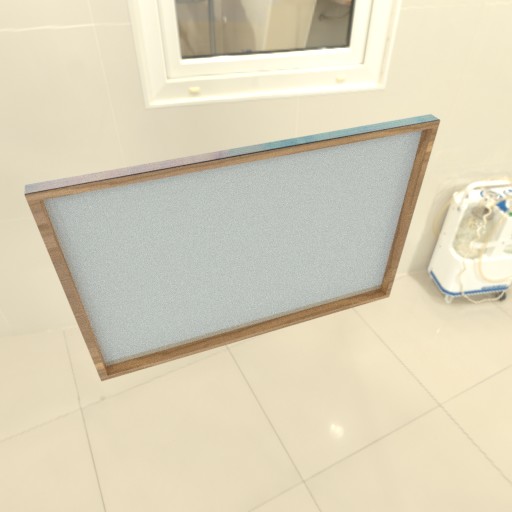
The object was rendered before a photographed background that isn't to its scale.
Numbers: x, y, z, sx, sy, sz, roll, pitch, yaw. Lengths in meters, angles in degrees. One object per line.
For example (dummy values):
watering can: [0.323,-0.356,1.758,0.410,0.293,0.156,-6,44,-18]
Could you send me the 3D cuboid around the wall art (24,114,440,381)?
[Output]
wall art: [0.000,0.000,1.136,0.911,0.605,0.037,-14,43,-15]
